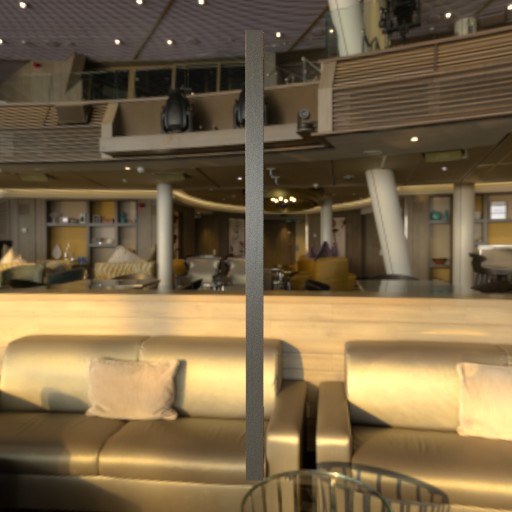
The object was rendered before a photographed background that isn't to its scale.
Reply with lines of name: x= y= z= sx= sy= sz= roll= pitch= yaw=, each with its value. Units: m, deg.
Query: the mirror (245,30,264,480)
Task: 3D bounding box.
mirror: x=0.000 y=0.000 z=1.275 sx=0.047 sy=1.123 sz=0.343 roll=0 pitch=1 yaw=1
